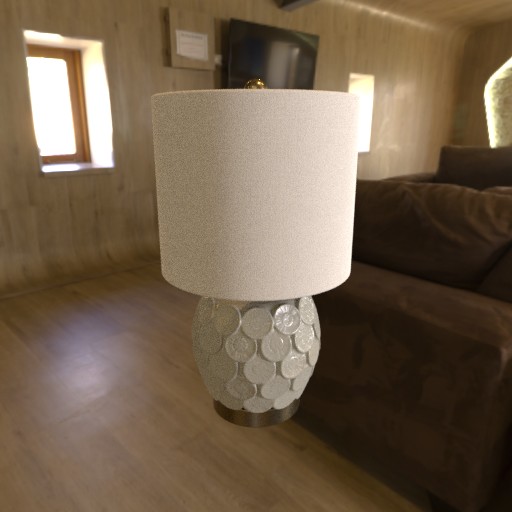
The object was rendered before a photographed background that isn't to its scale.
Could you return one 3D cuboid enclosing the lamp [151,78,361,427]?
[{"bbox_3d":[0.000,0.000,0.605,0.254,0.452,0.254,0,16,0],"label":"lamp"}]
